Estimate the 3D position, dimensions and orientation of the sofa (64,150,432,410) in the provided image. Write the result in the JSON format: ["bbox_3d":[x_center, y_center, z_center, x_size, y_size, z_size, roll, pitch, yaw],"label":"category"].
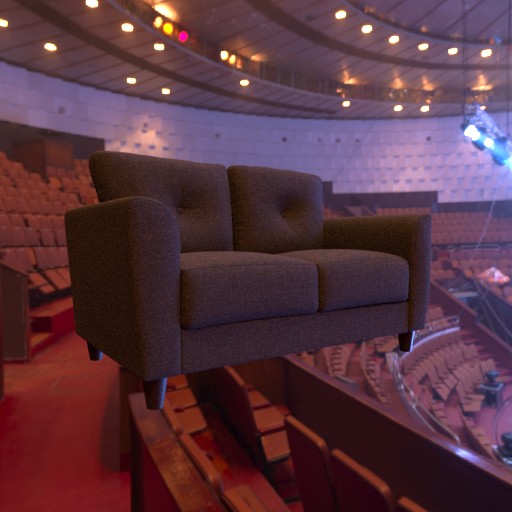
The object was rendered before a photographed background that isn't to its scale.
[{"bbox_3d":[0.000,0.000,1.961,1.423,0.885,0.851,-1,2,-35],"label":"sofa"}]
